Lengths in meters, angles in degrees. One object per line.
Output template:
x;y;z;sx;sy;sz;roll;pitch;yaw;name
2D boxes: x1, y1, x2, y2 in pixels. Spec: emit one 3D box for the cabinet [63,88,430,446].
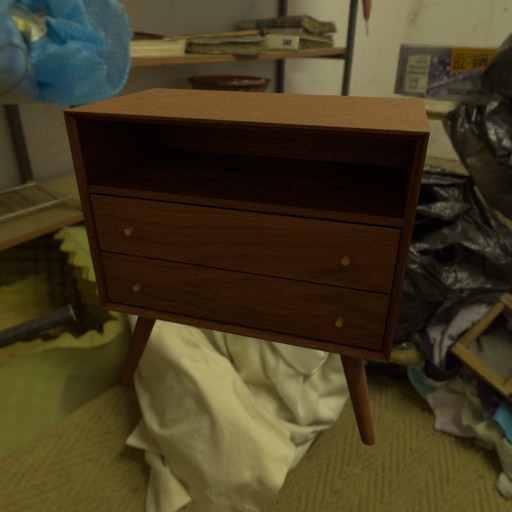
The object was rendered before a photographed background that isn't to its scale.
0.000;0.000;1.144;0.712;0.748;0.388;8;28;15;cabinet
